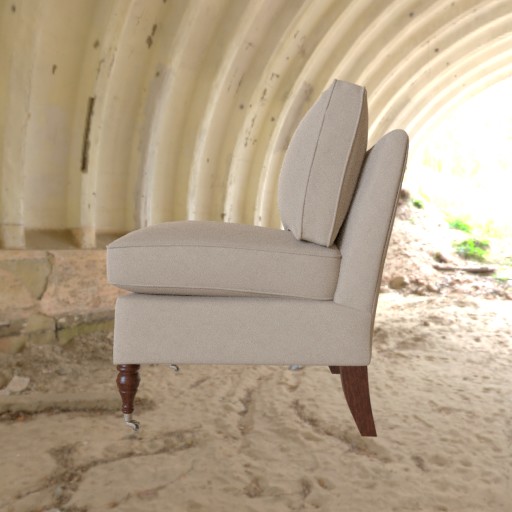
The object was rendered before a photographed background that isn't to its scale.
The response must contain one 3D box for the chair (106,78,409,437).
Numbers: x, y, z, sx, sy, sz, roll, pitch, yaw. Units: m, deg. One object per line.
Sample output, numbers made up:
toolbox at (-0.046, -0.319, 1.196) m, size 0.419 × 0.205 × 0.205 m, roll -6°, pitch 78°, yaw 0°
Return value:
chair at (0.000, 0.000, 1.639) m, size 0.912 × 1.052 × 0.724 m, roll 0°, pitch 2°, yaw 2°
